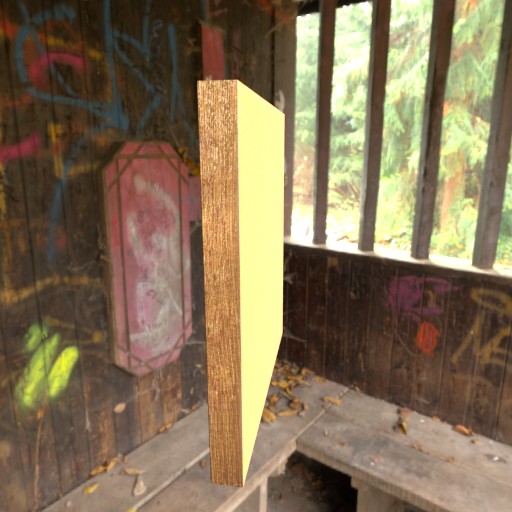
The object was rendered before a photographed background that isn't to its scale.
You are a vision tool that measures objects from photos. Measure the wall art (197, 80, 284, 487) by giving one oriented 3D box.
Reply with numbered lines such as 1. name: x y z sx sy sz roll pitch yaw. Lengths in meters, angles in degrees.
1. wall art: 0.000 0.000 0.615 0.039 0.403 0.406 2 14 9
